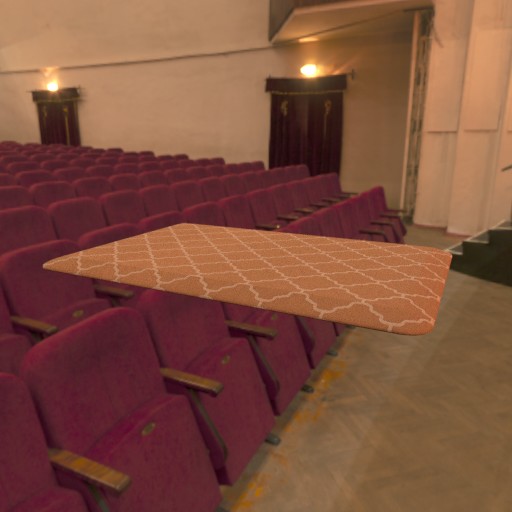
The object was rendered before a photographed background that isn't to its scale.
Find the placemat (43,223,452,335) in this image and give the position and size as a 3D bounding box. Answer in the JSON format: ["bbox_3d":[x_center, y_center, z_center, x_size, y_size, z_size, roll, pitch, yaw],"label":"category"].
[{"bbox_3d":[0.000,0.000,0.962,0.762,0.021,0.508,7,16,25],"label":"placemat"}]
